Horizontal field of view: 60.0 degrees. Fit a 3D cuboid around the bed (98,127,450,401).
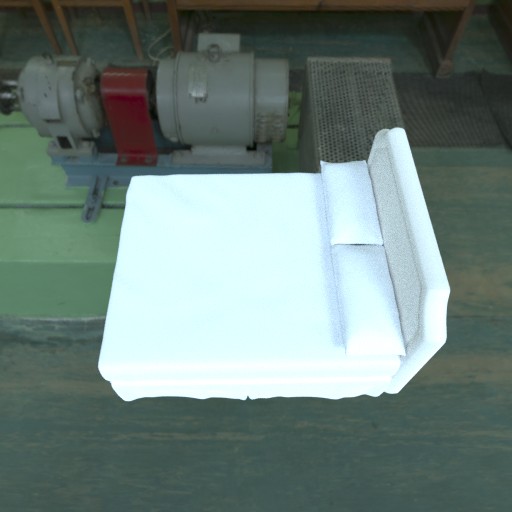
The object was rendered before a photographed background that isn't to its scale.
[{"bbox_3d":[0.000,0.000,3.924,2.548,1.524,2.134,-1,58,-1],"label":"bed"}]
